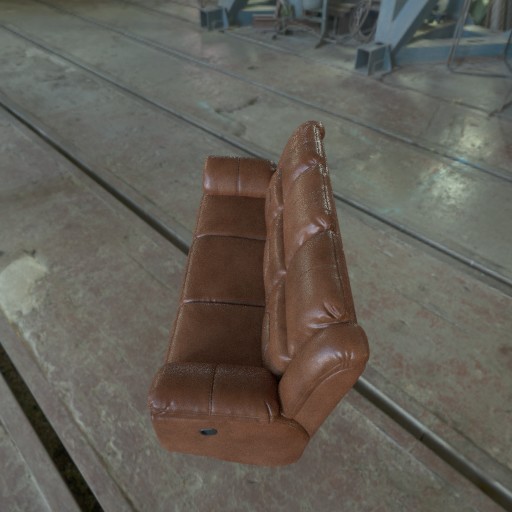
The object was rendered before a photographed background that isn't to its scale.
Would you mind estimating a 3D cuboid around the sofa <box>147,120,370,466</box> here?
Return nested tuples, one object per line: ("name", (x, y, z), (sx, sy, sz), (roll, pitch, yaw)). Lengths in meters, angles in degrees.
("sofa", (0.000, 0.000, 2.873), (0.991, 1.043, 2.337), (1, 41, 1))
